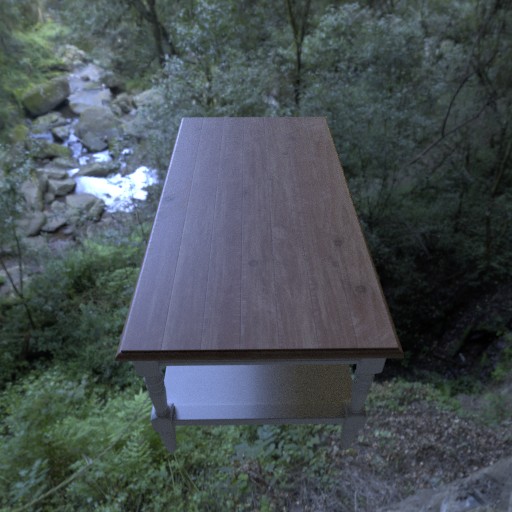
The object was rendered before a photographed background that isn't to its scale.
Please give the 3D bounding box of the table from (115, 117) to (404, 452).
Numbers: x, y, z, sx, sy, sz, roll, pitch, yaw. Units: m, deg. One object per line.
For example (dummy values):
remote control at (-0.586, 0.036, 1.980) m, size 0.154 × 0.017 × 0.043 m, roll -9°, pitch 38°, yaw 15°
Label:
table at (0.000, 0.000, 1.420) m, size 0.559 × 0.458 × 1.118 m, roll -1°, pitch 40°, yaw -1°
